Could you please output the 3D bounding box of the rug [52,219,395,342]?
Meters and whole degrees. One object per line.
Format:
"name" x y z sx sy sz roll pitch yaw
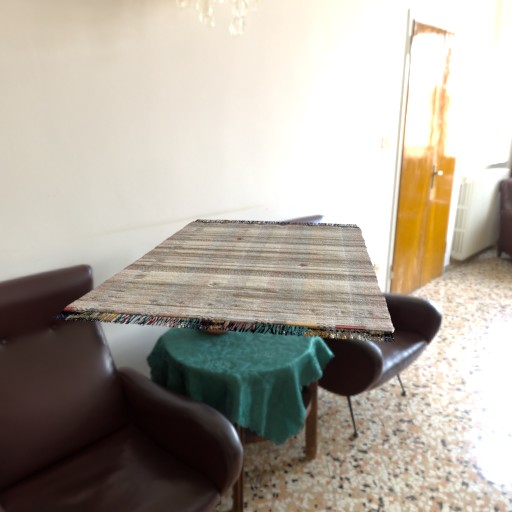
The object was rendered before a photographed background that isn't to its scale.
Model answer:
"rug" 0.000 0.000 2.372 1.217 0.012 1.848 3 16 9
